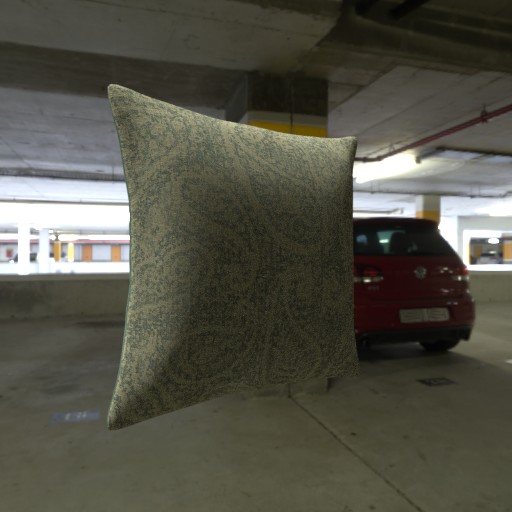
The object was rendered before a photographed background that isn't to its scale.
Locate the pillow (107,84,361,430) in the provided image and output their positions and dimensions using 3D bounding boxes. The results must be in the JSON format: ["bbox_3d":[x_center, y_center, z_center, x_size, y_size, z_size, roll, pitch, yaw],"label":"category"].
[{"bbox_3d":[0.000,0.000,0.792,0.526,0.507,0.166,0,0,-34],"label":"pillow"}]
